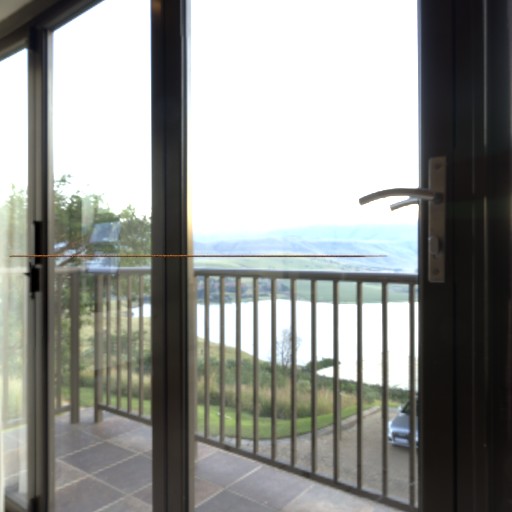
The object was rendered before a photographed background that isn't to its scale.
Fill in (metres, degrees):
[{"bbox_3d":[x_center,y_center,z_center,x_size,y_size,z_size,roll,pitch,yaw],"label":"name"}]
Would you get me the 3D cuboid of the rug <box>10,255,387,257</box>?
[{"bbox_3d":[0.000,0.000,2.834,1.525,0.007,2.336,0,0,19],"label":"rug"}]
